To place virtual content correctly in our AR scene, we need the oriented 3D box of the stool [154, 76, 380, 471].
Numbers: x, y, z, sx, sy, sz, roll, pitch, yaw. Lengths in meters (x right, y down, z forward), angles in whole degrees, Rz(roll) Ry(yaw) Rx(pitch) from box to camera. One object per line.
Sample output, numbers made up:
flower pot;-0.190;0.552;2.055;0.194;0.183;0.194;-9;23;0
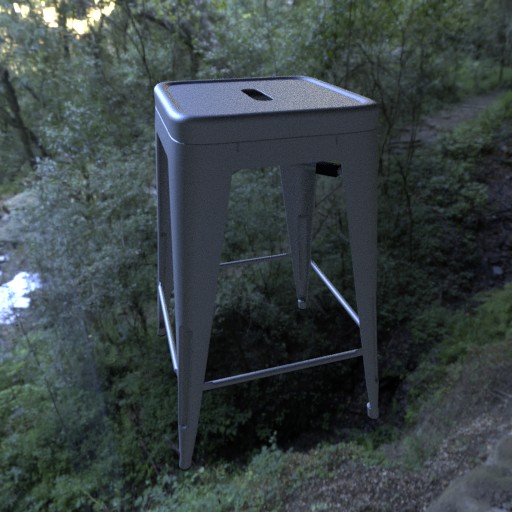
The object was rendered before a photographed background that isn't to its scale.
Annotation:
stool;0.000;0.000;0.863;0.406;0.610;0.406;-9;31;-14
